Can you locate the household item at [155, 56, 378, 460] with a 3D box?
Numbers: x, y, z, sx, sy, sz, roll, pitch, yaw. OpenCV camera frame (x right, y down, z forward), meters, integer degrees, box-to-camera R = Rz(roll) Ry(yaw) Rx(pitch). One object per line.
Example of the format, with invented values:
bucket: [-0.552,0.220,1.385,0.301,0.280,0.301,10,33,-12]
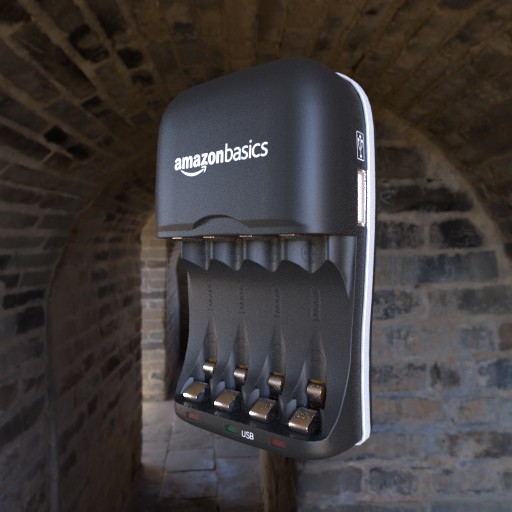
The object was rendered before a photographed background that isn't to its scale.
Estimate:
household item: [0.000,0.000,0.142,0.070,0.114,0.038,0,1,37]
